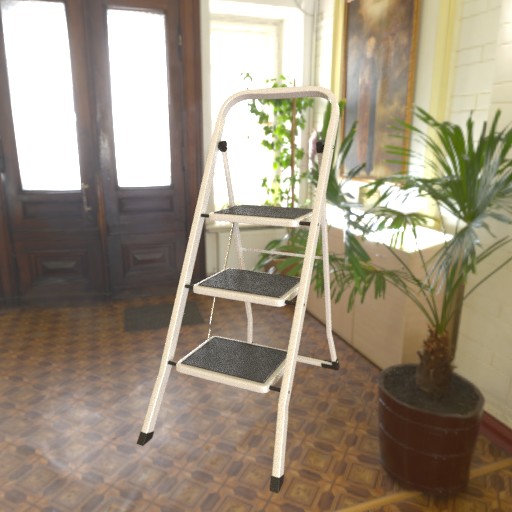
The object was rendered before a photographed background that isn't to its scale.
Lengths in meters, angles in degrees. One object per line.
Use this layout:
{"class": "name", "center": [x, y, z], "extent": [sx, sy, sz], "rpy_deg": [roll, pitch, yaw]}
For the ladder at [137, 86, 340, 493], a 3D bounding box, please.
{"class": "ladder", "center": [0.000, 0.000, 1.417], "extent": [0.460, 1.050, 0.711], "rpy_deg": [7, 16, 24]}
